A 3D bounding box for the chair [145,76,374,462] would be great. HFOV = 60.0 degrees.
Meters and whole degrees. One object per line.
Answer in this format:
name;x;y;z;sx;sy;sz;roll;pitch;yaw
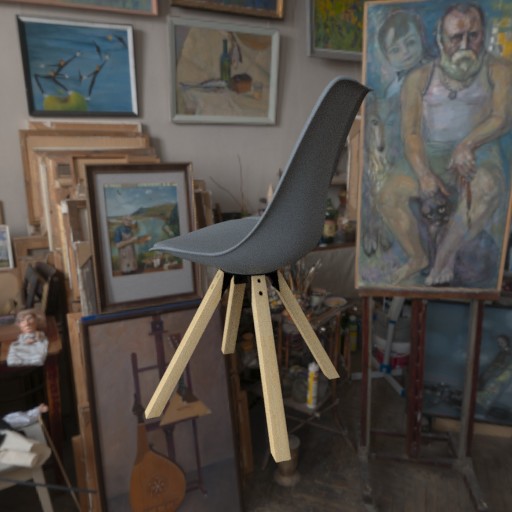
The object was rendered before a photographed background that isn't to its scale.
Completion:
chair;0.000;0.000;1.189;0.549;0.850;0.485;7;16;25
